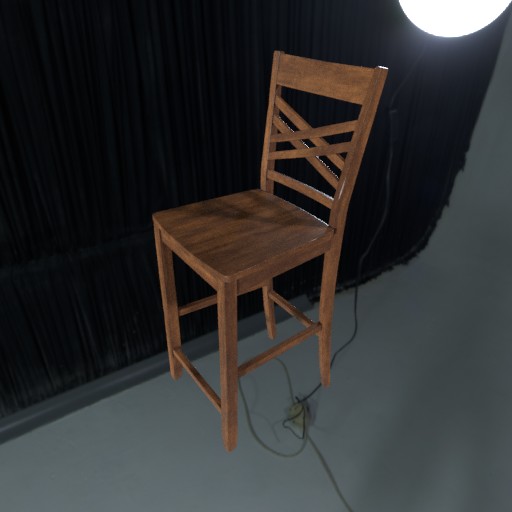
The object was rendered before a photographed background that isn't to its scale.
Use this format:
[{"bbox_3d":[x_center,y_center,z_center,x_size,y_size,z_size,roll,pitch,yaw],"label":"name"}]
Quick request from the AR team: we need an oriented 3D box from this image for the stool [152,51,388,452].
[{"bbox_3d":[0.000,0.000,1.373,0.504,1.098,0.426,-20,36,-30],"label":"stool"}]
